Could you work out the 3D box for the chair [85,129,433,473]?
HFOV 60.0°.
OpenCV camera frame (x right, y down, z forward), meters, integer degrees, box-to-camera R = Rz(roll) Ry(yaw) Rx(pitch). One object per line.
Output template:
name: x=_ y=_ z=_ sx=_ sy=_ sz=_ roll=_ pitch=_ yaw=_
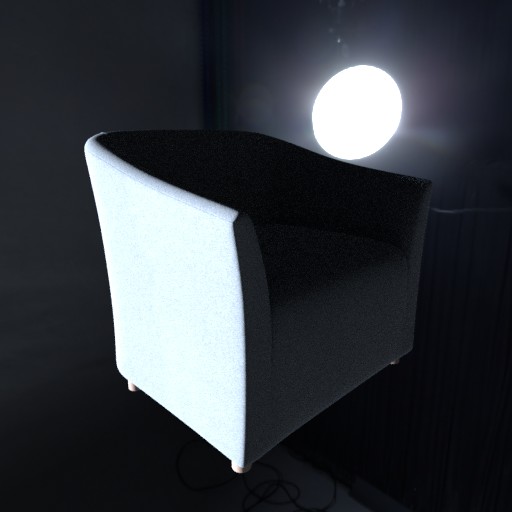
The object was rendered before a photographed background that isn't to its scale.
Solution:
chair: x=0.000 y=0.000 z=1.309 sx=0.790 sy=0.720 sz=0.700 roll=-15 pitch=22 yaw=-43
